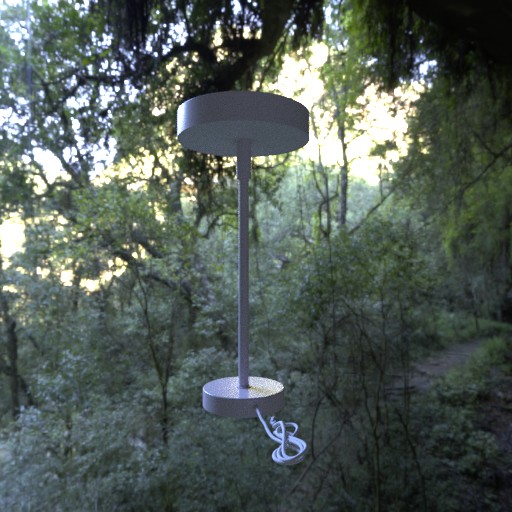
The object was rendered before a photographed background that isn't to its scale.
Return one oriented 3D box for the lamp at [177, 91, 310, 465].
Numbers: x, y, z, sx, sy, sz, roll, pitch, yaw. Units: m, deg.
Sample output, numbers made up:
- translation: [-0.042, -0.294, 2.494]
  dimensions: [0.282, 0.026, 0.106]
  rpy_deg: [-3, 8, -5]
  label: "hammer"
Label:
- translation: [0.000, 0.000, 0.702]
  dimensions: [0.229, 0.508, 0.369]
  rpy_deg: [0, -1, -18]
  label: "lamp"
